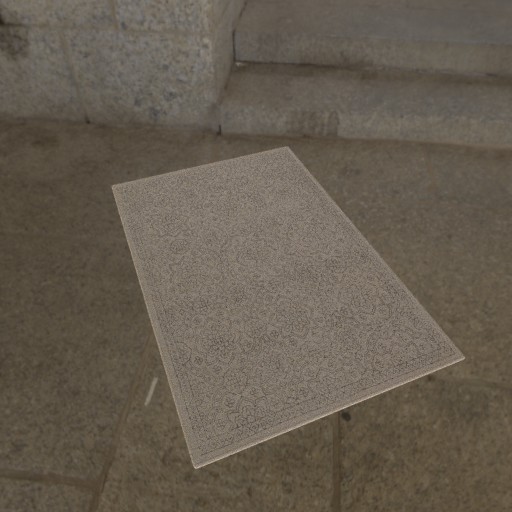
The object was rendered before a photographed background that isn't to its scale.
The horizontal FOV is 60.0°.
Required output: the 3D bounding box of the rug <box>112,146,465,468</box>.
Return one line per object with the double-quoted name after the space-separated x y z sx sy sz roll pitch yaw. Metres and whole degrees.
0.000 0.000 2.937 1.524 0.011 2.286 -16 48 -15 "rug"
